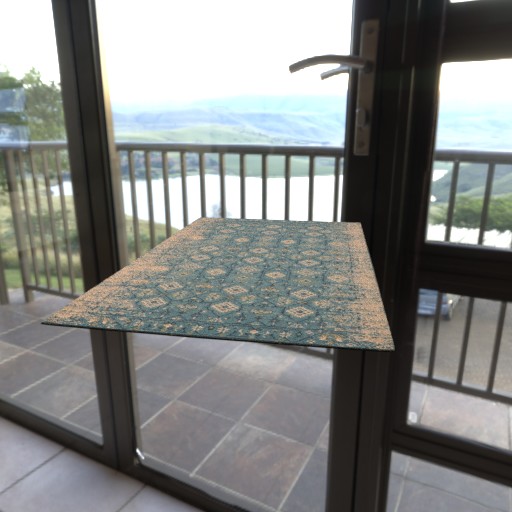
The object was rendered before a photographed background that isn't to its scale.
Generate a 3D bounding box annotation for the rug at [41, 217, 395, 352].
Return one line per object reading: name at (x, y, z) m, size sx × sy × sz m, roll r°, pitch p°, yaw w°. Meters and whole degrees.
rug at (0.000, 0.000, 2.170) m, size 1.102 × 0.008 × 1.795 m, roll 3°, pitch 16°, yaw 9°
